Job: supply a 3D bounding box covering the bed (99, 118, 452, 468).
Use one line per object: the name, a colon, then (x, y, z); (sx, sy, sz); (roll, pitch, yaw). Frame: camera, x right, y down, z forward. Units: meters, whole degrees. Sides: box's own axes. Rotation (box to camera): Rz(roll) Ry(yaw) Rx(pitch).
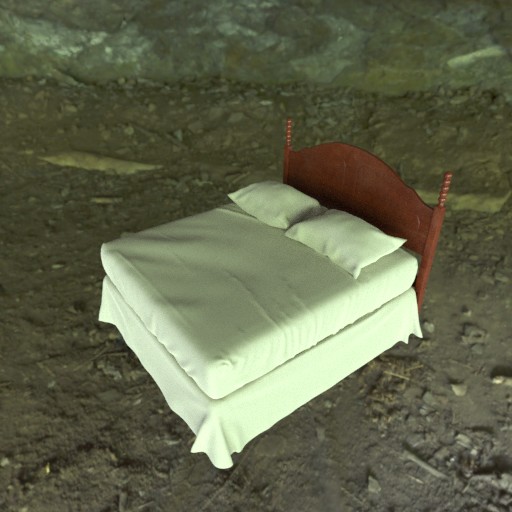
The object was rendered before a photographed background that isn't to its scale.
bed: (0.000, 0.000, 3.294); (2.040, 1.356, 1.873); (-22, 38, -31)
